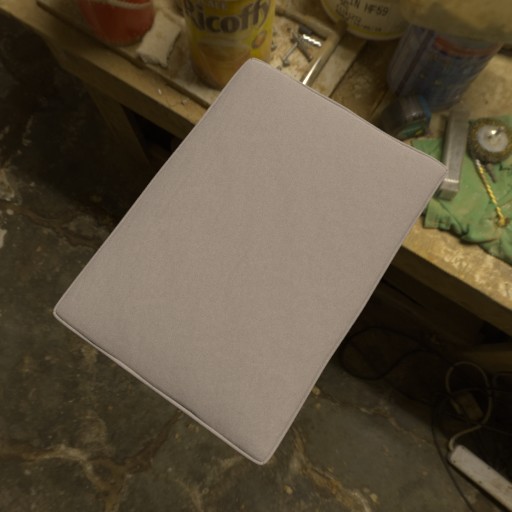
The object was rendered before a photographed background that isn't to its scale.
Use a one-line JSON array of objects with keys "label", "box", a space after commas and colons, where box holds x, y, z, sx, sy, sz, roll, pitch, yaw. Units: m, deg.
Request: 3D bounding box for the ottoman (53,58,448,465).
[{"label": "ottoman", "box": [0.000, 0.000, 1.327, 0.703, 0.479, 0.944, 33, 79, 8]}]
